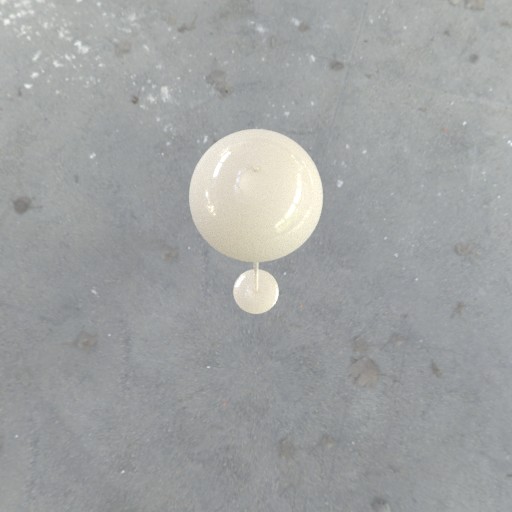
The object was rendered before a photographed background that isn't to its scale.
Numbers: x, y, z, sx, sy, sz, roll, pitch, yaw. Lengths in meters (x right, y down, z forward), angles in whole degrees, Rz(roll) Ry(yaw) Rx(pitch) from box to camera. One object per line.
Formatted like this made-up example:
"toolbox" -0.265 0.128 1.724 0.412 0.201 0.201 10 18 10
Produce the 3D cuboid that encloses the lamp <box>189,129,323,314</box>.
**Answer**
"lamp" 0.000 0.000 1.644 0.328 1.480 0.328 17 76 4
